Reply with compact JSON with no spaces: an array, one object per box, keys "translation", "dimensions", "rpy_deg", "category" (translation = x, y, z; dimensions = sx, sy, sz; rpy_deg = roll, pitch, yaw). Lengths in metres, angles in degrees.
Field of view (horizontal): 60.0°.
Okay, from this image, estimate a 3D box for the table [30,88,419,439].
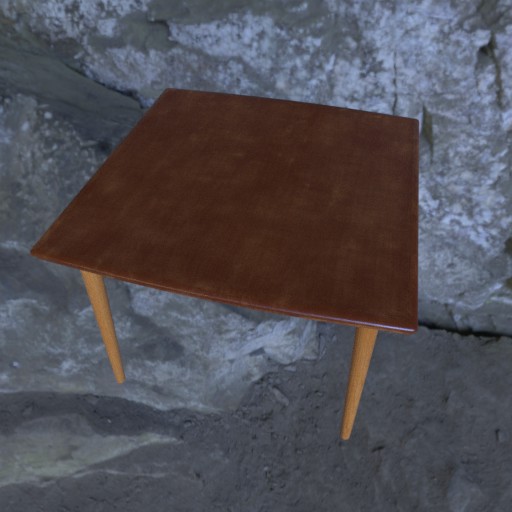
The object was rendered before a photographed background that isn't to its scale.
[{"translation":[0.000,0.000,1.658],"dimensions":[0.991,0.754,0.991],"rpy_deg":[11,48,10],"category":"table"}]
